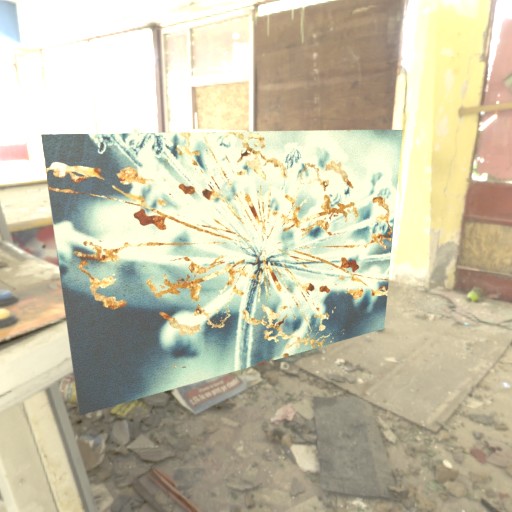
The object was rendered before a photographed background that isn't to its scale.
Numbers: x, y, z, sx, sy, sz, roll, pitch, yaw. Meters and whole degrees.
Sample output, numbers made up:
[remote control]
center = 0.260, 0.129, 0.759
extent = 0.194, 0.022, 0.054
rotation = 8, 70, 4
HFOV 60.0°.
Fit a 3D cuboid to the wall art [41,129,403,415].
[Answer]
[wall art]
center = 0.000, 0.000, 1.403
extent = 1.138, 0.759, 0.035
rotation = -9, 19, -27
